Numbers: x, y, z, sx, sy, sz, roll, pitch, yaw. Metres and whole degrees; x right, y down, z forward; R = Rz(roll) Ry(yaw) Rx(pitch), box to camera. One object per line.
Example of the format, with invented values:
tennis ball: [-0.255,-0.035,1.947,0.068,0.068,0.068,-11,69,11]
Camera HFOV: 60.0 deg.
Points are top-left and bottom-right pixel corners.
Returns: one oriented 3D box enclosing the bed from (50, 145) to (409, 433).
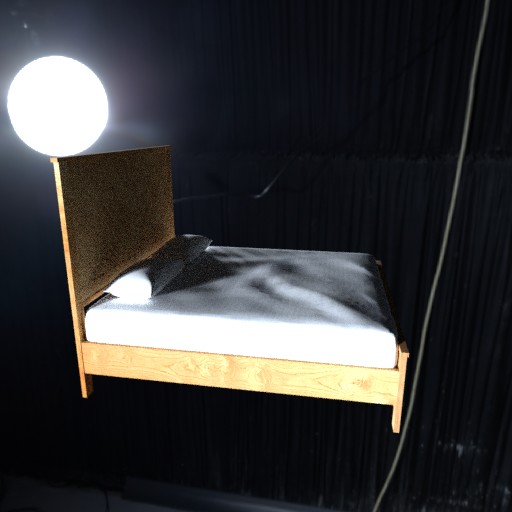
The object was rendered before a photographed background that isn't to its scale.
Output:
bed: [0.000,0.000,3.666,2.201,1.686,1.936,3,16,10]
